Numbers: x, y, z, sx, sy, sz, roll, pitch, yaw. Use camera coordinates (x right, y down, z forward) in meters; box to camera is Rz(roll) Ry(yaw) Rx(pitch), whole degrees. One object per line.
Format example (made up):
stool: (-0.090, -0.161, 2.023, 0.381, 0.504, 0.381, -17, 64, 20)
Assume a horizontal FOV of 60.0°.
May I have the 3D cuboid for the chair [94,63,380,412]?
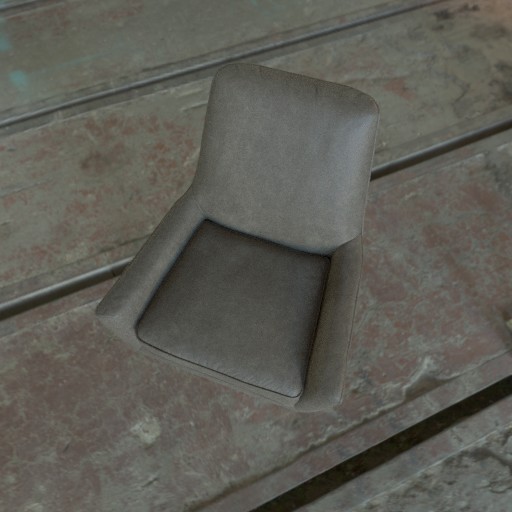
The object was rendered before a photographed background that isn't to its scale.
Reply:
chair: (0.000, 0.000, 1.510, 0.787, 0.888, 0.824, 18, 61, 10)
